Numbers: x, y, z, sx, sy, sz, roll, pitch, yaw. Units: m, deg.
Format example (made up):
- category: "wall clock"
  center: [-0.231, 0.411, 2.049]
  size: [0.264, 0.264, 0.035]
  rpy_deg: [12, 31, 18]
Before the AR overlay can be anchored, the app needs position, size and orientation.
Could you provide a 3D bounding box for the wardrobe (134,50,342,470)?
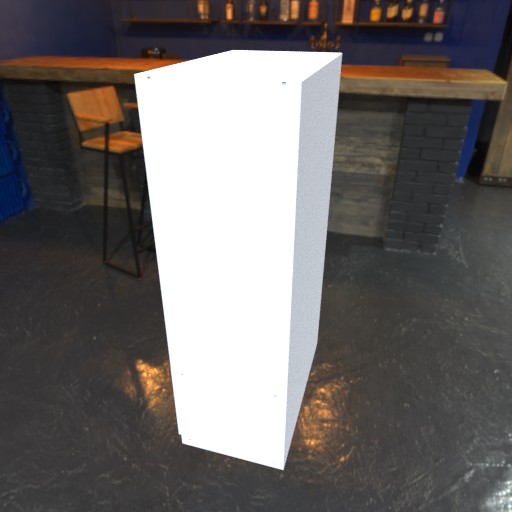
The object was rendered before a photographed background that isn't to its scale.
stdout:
- category: "wardrobe"
  center: [0.000, 0.000, 2.240]
  size: [0.577, 1.808, 0.991]
  rpy_deg: [8, 30, 14]
